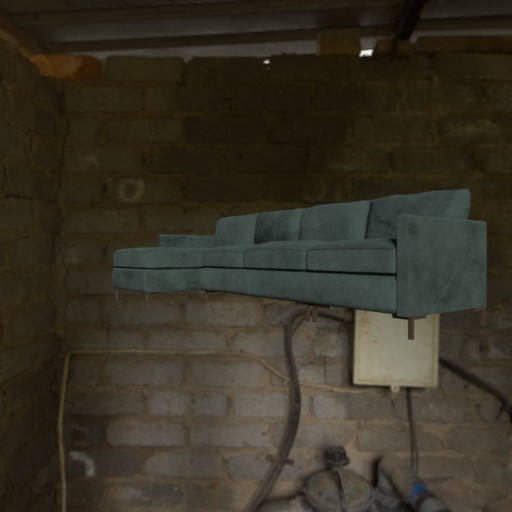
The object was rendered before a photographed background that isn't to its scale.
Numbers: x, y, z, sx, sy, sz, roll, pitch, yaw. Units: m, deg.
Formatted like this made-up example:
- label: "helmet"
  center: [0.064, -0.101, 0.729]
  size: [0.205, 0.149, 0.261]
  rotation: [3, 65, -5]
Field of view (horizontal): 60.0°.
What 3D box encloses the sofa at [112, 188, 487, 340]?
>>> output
- label: "sofa"
  center: [0.000, 0.000, 3.996]
  size: [1.500, 0.967, 3.400]
  rotation: [0, 0, -36]
